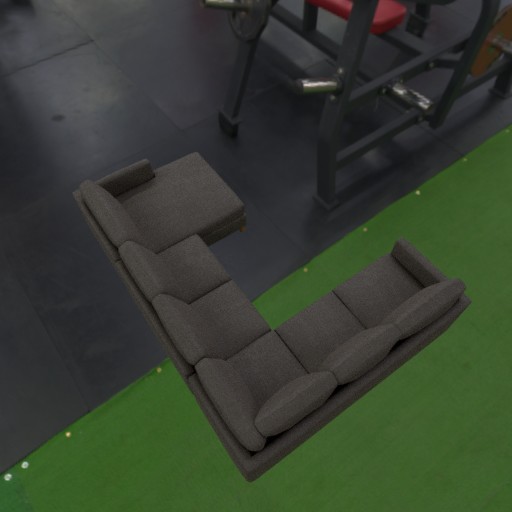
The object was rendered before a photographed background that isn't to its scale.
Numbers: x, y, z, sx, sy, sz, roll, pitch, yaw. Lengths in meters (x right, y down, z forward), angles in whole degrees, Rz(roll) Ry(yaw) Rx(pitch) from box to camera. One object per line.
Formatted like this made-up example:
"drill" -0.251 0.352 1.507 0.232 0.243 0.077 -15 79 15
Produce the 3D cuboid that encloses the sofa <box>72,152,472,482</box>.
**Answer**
"sofa" 0.000 0.000 4.715 2.594 0.961 3.460 -31 62 -18
